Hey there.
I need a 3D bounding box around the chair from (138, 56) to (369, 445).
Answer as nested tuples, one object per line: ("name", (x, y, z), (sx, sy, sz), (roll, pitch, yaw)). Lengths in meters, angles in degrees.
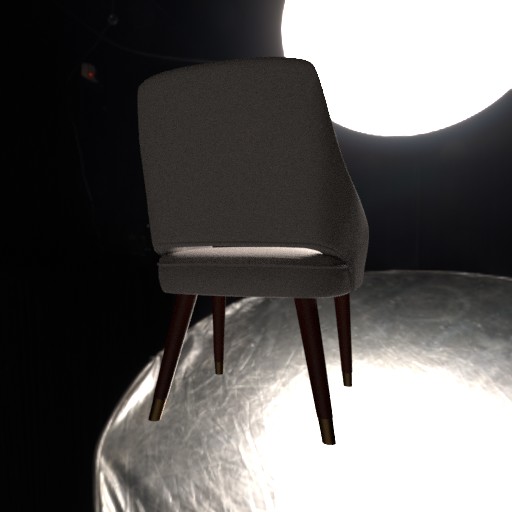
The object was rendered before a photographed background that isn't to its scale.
("chair", (0.000, 0.000, 1.285), (0.609, 0.889, 0.600), (0, 1, 18))
